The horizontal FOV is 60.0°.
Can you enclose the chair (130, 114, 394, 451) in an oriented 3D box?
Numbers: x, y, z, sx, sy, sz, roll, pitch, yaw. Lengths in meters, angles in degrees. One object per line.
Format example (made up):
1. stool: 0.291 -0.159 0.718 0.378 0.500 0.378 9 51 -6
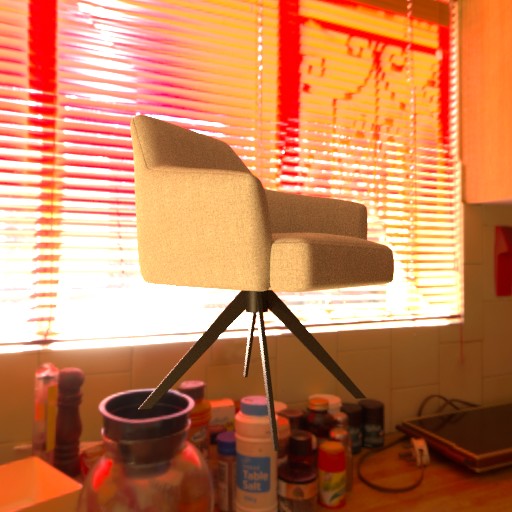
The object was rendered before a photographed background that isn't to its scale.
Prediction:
1. chair: 0.000 0.000 1.327 0.677 0.874 0.642 -1 -1 37
